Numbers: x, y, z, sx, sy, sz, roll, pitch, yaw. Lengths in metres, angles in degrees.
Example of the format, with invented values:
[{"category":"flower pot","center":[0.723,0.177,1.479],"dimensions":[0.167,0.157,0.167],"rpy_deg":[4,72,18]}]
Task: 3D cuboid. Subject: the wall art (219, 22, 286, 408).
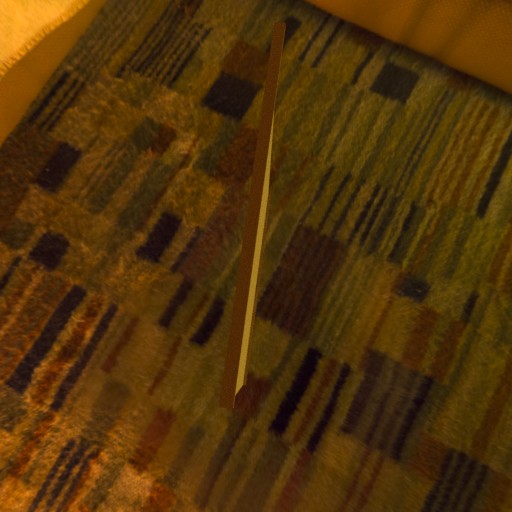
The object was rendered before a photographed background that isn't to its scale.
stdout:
[{"category":"wall art","center":[0.000,0.000,0.684],"dimensions":[0.012,0.508,0.405],"rpy_deg":[7,76,2]}]
